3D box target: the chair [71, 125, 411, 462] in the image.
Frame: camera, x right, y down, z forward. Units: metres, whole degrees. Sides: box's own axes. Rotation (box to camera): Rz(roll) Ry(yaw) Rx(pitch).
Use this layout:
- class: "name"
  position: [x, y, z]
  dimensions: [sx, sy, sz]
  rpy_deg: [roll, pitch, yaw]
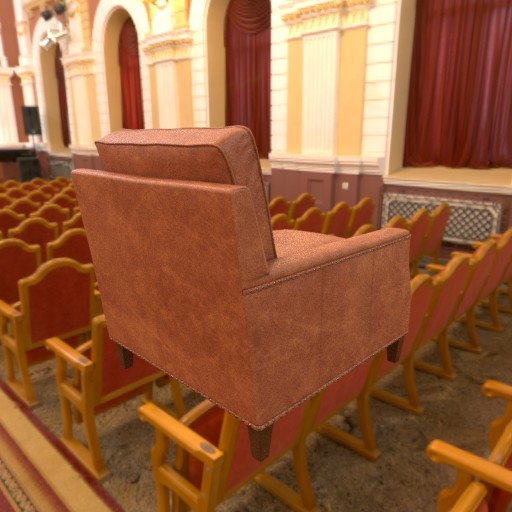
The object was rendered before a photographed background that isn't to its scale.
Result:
- class: "chair"
  position: [0.000, 0.000, 1.706]
  dimensions: [0.853, 0.943, 1.014]
  rpy_deg: [14, 21, 42]
